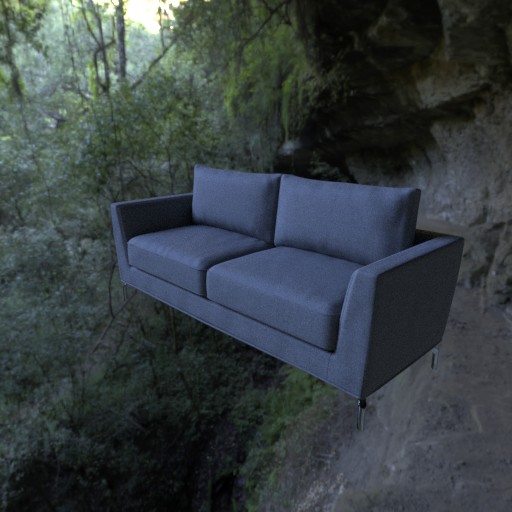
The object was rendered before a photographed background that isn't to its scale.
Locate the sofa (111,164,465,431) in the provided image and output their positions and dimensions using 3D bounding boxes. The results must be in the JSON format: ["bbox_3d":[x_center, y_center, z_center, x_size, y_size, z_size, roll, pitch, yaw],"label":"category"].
[{"bbox_3d":[0.000,0.000,2.806,0.869,1.002,2.212,-16,23,-42],"label":"sofa"}]
